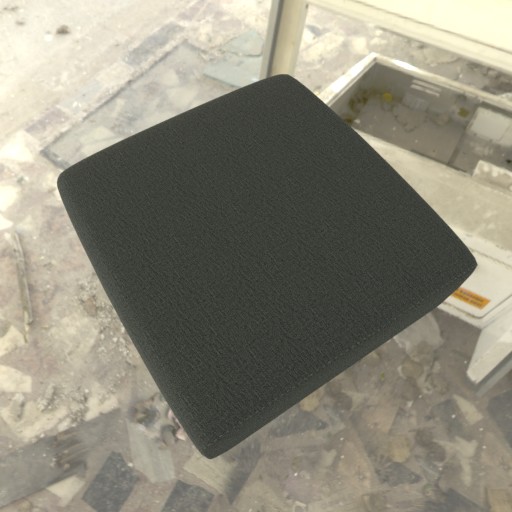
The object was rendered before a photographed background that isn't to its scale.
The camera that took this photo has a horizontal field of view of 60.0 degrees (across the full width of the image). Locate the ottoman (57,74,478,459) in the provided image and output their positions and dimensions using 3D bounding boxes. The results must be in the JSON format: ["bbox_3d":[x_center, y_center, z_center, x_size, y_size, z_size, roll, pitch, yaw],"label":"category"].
[{"bbox_3d":[0.000,0.000,1.029,0.649,0.398,0.650,-30,65,-15],"label":"ottoman"}]
